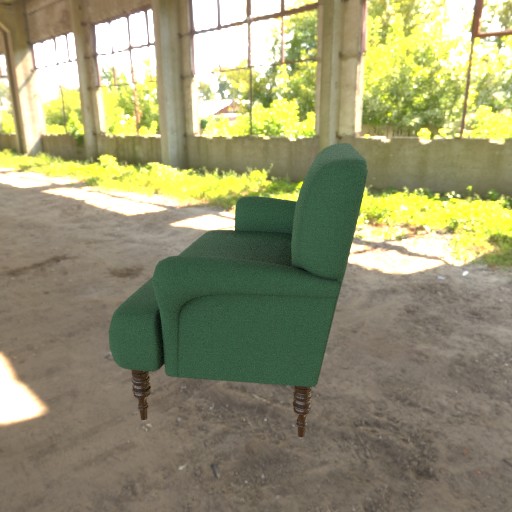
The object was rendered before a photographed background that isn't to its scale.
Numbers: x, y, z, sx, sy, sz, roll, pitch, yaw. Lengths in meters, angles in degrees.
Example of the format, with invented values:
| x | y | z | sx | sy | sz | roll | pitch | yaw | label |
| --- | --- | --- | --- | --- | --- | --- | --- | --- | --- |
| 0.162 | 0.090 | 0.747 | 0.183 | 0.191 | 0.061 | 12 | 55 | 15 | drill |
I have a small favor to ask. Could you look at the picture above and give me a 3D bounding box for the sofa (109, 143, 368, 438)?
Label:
| x | y | z | sx | sy | sz | roll | pitch | yaw | label |
| --- | --- | --- | --- | --- | --- | --- | --- | --- | --- |
| 0.000 | 0.000 | 1.863 | 0.779 | 0.889 | 1.297 | 3 | 17 | 9 | sofa |
